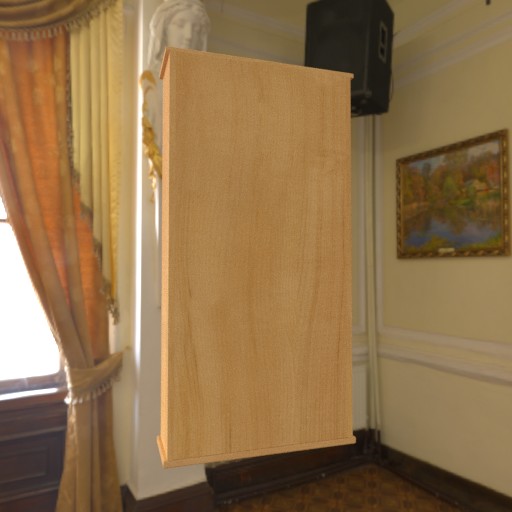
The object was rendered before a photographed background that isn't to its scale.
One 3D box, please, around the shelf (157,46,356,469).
[{"bbox_3d":[0.000,0.000,1.236,0.520,1.030,0.175,1,-2,-18],"label":"shelf"}]
